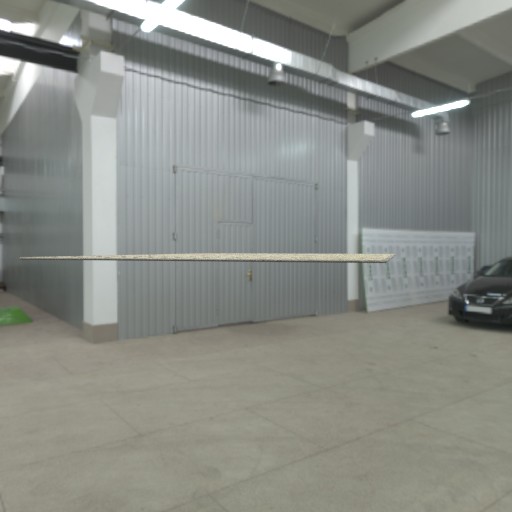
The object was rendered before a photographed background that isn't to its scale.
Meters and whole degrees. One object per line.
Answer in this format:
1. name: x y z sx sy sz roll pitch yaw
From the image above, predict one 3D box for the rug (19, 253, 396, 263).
1. rug: 0.000 0.000 4.118 2.441 0.016 3.050 0 1 18
